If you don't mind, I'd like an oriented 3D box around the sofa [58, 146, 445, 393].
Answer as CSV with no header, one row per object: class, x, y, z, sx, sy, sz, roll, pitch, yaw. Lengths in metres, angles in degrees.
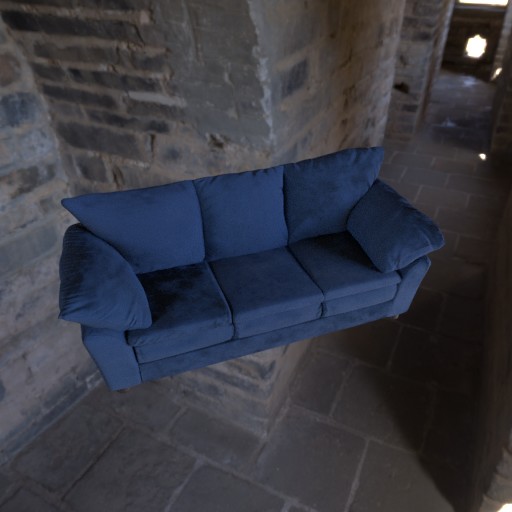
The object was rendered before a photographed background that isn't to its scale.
sofa,0.000,0.000,2.948,2.390,1.091,0.907,-11,35,-17
